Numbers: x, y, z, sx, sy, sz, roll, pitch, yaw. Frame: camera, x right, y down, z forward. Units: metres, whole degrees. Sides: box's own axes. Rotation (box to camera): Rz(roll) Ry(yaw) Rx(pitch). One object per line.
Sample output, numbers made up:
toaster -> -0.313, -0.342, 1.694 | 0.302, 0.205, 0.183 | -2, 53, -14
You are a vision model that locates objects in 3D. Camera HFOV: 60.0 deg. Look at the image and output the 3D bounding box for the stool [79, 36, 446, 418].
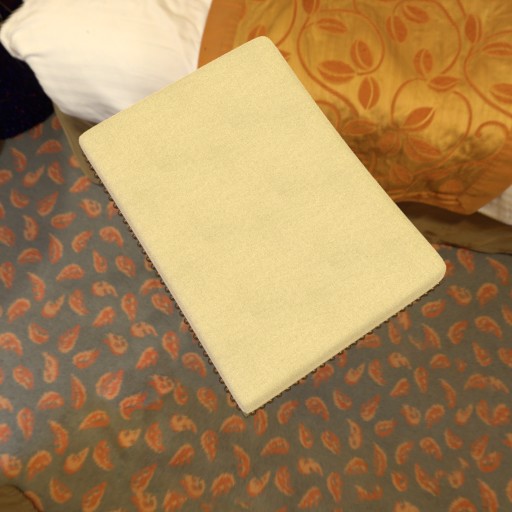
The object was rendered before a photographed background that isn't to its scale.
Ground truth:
stool -> 0.000, 0.000, 0.928 | 0.361, 0.642, 0.500 | -32, 78, -8
